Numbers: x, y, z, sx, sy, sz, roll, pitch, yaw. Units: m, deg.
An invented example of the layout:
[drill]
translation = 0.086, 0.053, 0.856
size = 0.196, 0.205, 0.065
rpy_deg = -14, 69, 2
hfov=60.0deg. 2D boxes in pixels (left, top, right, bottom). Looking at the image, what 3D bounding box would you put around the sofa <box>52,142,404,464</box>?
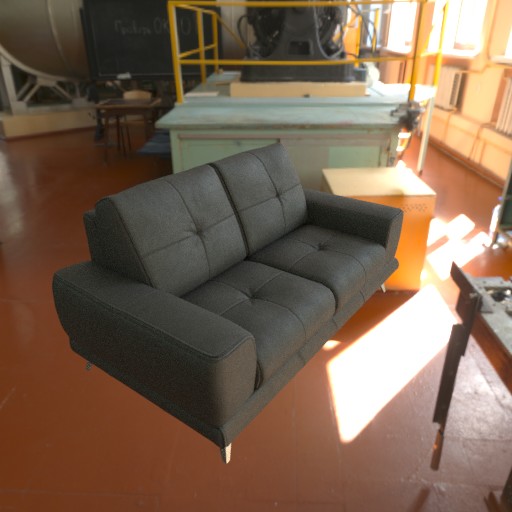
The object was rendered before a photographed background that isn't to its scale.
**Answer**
[sofa]
translation = 0.000, 0.000, 2.378
size = 1.018, 0.907, 1.806
rpy_deg = 18, 32, 32
